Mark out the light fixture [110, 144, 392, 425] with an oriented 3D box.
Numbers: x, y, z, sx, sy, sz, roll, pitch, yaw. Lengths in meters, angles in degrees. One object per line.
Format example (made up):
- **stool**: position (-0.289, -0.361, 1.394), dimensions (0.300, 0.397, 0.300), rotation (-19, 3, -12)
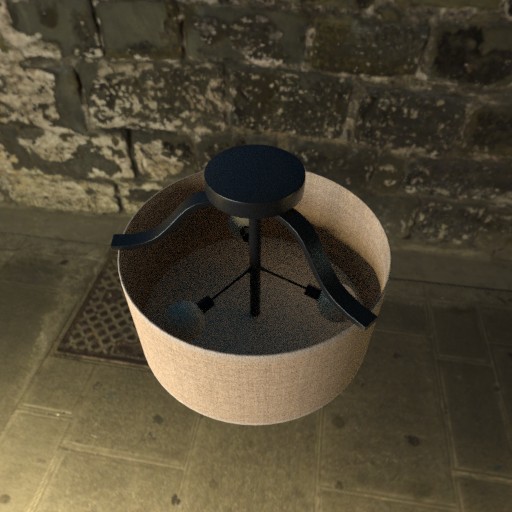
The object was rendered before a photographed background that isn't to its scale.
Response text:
- **light fixture**: position (0.000, 0.000, 0.659), dimensions (0.390, 0.306, 0.390), rotation (0, 46, 0)
